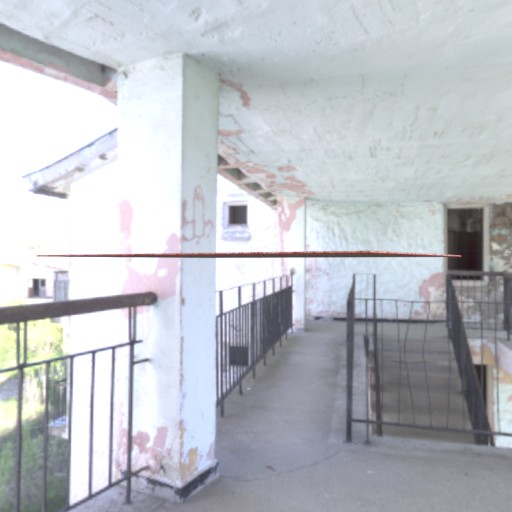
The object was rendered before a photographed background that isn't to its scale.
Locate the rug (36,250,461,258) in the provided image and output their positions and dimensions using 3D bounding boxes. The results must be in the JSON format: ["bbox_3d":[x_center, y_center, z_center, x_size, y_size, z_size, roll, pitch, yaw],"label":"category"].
[{"bbox_3d":[0.000,0.000,4.056,3.050,0.016,2.441,0,-1,34],"label":"rug"}]
